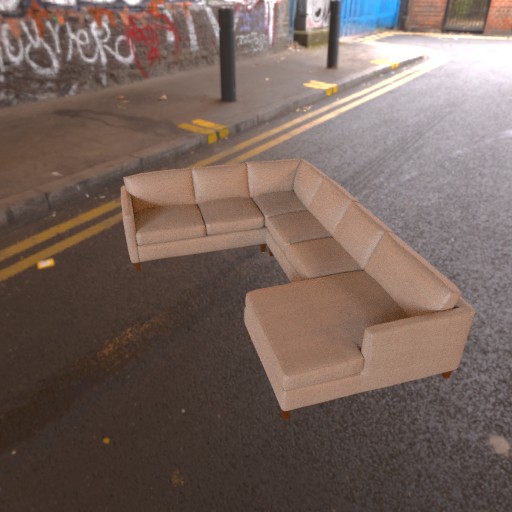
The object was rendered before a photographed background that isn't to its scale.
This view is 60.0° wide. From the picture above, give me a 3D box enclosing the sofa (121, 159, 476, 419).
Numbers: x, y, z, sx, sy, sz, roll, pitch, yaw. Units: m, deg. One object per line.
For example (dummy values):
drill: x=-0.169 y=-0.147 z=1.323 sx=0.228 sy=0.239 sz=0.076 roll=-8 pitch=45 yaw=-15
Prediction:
sofa: x=0.000 y=0.000 z=4.641 sx=2.594 sy=0.961 sz=3.460 roll=-9 pitch=32 yaw=-14
